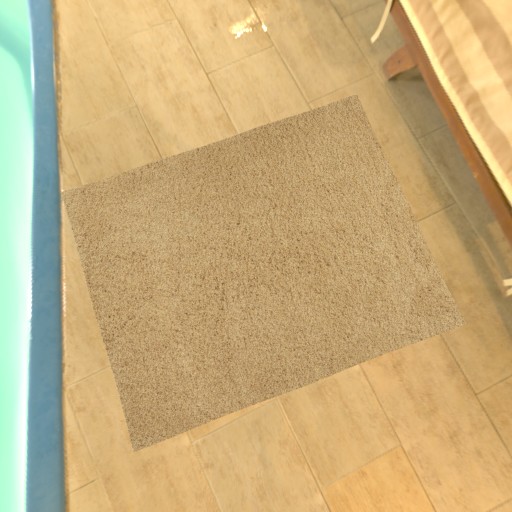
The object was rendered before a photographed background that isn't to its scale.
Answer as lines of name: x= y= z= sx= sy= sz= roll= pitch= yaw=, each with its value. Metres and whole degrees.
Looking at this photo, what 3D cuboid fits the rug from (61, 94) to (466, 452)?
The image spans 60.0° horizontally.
rug: x=0.000 y=0.000 z=3.995 sx=3.000 sy=0.025 sz=2.400 roll=-20 pitch=77 yaw=-5
